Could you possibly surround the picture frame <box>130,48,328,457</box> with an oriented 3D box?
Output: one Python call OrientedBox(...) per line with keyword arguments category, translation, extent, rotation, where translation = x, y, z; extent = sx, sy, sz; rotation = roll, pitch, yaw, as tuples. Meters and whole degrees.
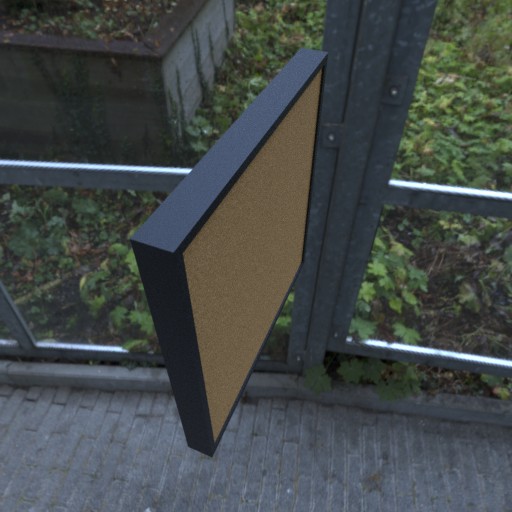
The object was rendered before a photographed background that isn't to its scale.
OrientedBox(category="picture frame", translation=(0.000, 0.000, 0.475), extent=(0.030, 0.317, 0.317), rotation=(17, 48, 16))
